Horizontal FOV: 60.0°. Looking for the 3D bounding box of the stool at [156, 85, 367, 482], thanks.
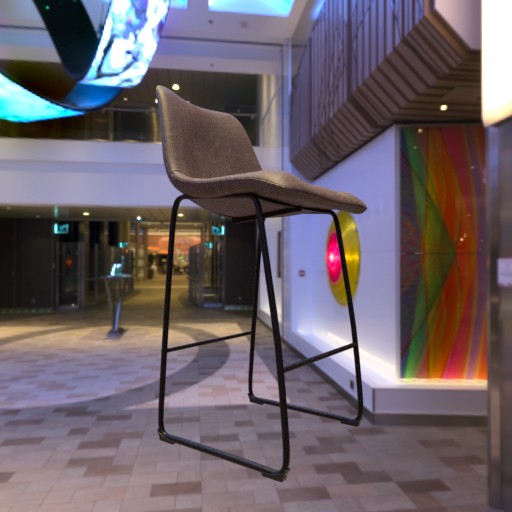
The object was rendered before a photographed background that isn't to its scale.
[{"bbox_3d":[0.000,0.000,1.383,0.561,1.082,0.514,-1,-1,36],"label":"stool"}]
